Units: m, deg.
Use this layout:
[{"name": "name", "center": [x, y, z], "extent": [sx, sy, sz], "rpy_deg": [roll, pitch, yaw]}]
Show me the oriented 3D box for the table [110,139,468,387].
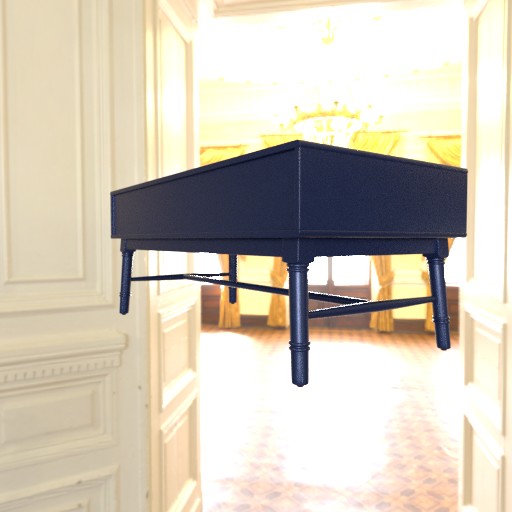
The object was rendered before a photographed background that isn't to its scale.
[{"name": "table", "center": [0.000, 0.000, 1.385], "extent": [0.572, 0.457, 1.067], "rpy_deg": [-1, 3, -35]}]
